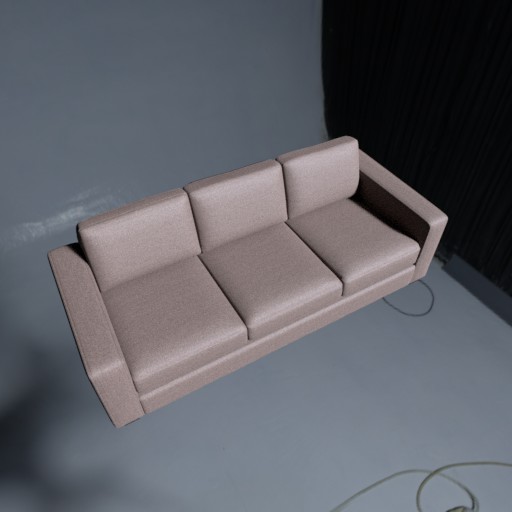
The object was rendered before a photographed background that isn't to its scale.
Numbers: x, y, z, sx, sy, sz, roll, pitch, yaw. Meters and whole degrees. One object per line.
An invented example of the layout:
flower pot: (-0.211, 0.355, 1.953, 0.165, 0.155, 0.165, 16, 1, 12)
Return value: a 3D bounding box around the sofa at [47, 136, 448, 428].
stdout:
sofa: (0.000, 0.000, 2.662, 2.160, 0.806, 0.900, -22, 50, -20)
